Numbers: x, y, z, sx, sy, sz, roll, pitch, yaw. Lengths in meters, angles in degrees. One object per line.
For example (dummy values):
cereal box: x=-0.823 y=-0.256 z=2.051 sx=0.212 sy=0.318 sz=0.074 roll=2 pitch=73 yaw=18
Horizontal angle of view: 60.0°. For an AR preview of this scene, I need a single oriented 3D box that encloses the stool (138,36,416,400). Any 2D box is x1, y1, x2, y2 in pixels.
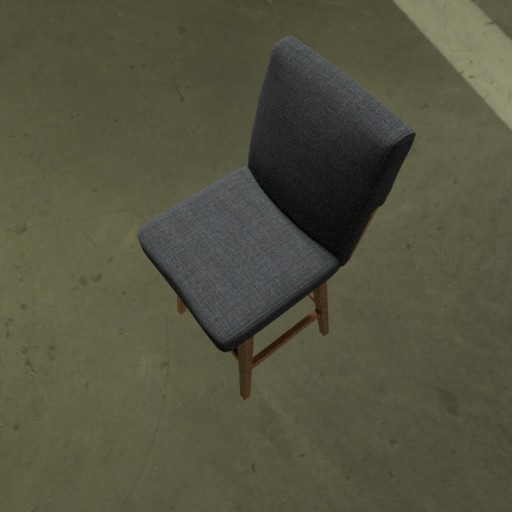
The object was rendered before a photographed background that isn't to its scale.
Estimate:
stool: x=0.000 y=0.000 z=1.411 sx=0.570 sy=1.112 sz=0.483 roll=-35 pitch=67 yaw=-17
